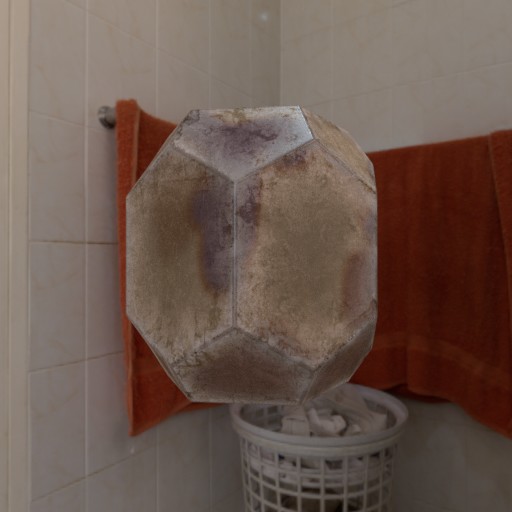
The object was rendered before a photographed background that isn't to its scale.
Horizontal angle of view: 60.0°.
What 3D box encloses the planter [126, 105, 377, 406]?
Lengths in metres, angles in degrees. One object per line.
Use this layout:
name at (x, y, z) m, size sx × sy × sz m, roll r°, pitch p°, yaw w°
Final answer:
planter at (0.000, 0.000, 0.429) m, size 0.243 × 0.238 × 0.221 m, roll 0°, pitch 0°, yaw 37°
